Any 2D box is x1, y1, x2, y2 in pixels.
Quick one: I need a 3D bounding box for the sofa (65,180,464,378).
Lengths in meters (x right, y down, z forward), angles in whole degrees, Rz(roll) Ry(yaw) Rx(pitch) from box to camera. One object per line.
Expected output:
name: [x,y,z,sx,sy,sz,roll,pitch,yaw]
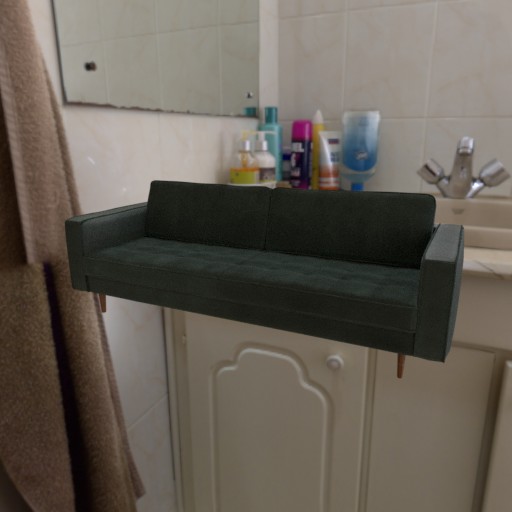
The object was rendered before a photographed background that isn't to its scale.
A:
sofa: [0.000,0.000,2.620,2.214,0.781,0.886,7,16,25]
